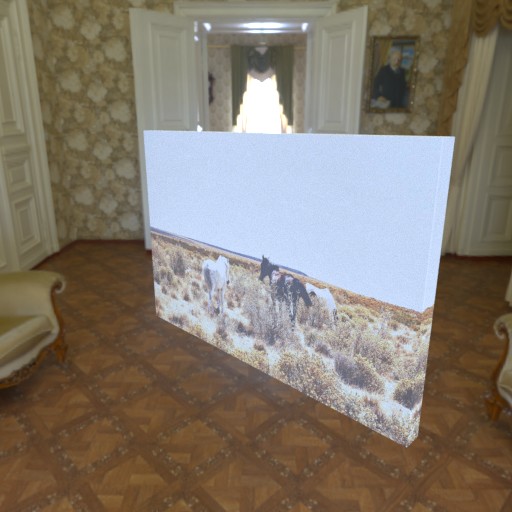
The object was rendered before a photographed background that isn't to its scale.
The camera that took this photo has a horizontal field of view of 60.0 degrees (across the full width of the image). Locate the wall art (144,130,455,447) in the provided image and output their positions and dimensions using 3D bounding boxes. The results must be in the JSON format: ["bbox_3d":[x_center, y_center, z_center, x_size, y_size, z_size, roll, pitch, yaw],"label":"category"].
[{"bbox_3d":[0.000,0.000,1.138,0.914,0.610,0.050,16,23,42],"label":"wall art"}]
